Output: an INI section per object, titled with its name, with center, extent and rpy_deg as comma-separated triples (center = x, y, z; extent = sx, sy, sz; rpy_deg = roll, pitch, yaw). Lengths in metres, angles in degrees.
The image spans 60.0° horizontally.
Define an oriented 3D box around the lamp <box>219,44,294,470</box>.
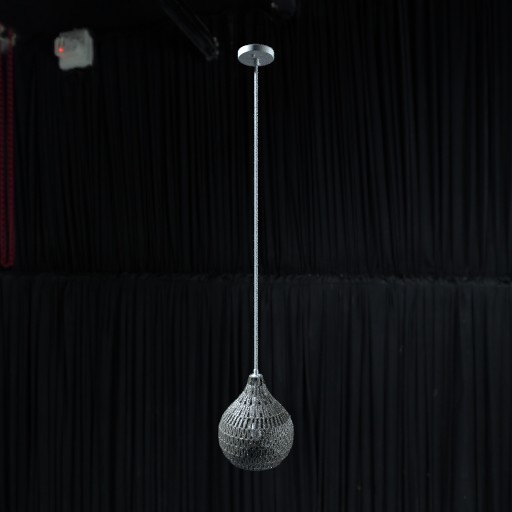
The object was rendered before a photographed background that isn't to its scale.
[lamp]
center = 0.000, 0.000, 2.099
extent = 0.355, 1.919, 0.355
rpy_deg = 0, 0, 16
